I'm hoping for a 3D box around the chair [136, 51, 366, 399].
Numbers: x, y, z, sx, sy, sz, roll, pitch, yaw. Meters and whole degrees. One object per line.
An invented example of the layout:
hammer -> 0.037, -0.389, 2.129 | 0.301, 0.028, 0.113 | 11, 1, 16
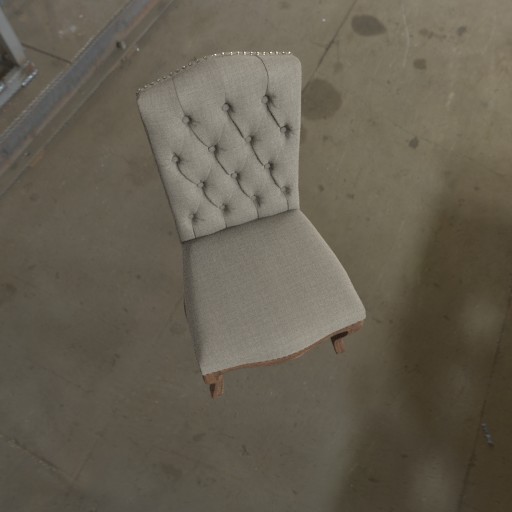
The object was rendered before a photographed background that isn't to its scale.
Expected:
chair -> 0.000, 0.000, 1.613 | 0.637, 1.191, 0.731 | -17, 66, -8
